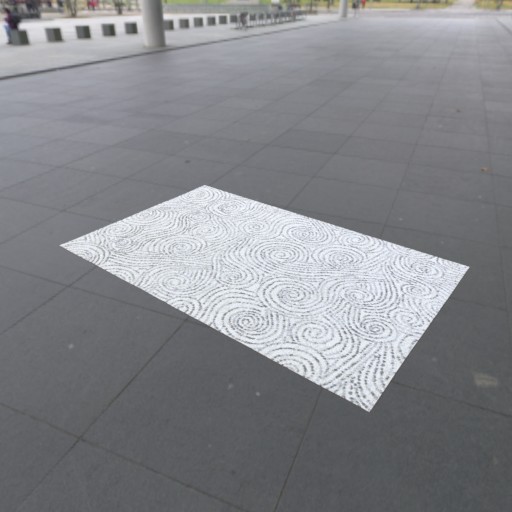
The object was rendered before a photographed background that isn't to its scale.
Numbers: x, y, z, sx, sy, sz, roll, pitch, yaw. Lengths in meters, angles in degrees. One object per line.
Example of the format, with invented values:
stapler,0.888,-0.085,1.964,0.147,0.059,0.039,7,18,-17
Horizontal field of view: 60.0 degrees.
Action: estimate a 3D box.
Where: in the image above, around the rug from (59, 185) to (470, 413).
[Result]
rug,0.000,0.000,3.087,2.439,0.005,1.524,21,36,32
